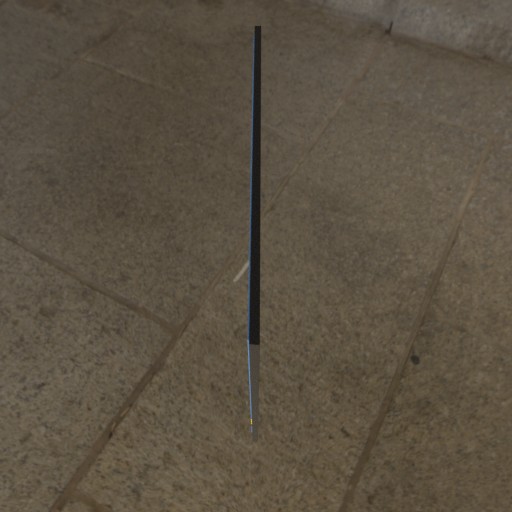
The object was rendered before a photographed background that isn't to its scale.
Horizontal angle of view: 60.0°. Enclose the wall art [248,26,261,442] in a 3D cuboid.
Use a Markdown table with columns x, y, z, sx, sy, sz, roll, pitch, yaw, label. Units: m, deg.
| x | y | z | sx | sy | sz | roll | pitch | yaw | label |
| --- | --- | --- | --- | --- | --- | --- | --- | --- | --- |
| 0.000 | 0.000 | 0.985 | 0.015 | 0.663 | 0.664 | 0 | 58 | 0 | wall art |
